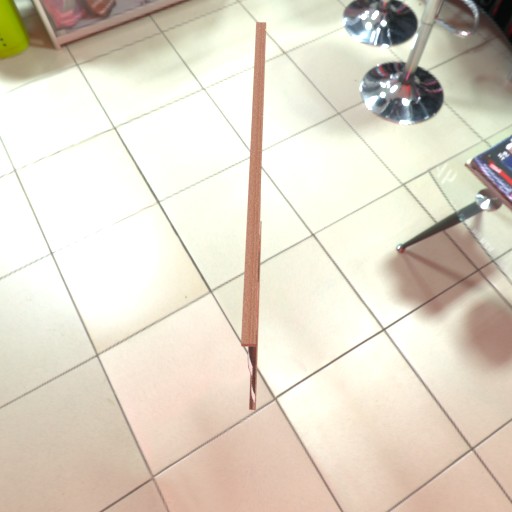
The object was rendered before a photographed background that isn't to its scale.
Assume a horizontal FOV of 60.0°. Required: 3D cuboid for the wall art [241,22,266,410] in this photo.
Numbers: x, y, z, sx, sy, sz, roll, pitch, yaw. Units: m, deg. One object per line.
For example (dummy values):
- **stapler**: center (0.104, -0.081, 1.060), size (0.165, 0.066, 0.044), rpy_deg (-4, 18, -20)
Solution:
- **wall art**: center (0.000, 0.000, 0.696), size (0.013, 0.508, 0.406), rpy_deg (2, 65, 1)
